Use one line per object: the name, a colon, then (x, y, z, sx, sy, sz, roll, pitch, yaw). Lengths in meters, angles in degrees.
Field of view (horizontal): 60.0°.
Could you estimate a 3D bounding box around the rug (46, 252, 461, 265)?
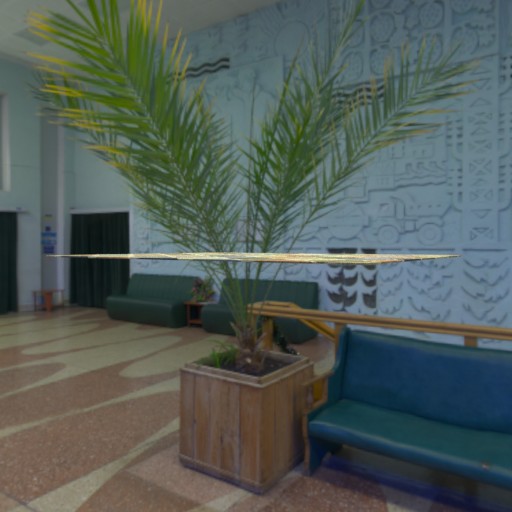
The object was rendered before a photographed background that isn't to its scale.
rug: (0.000, 0.000, 4.266, 3.200, 0.013, 2.439, 1, 2, 36)
